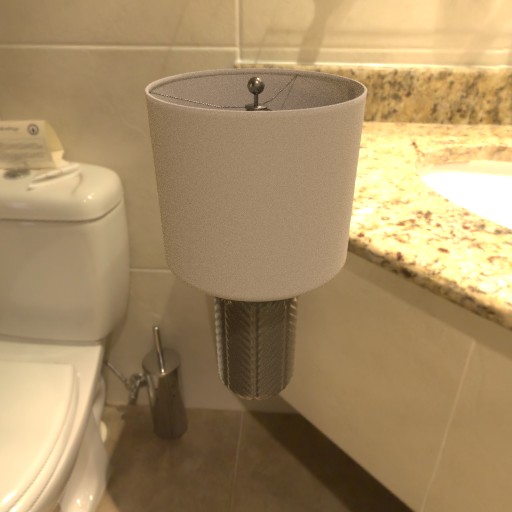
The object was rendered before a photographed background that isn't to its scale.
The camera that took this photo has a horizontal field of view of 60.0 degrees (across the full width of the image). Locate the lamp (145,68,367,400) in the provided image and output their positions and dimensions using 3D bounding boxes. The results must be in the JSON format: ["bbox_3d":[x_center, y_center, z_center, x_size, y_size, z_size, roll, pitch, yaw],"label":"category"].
[{"bbox_3d":[0.000,0.000,0.512,0.203,0.389,0.203,-18,36,-27],"label":"lamp"}]
